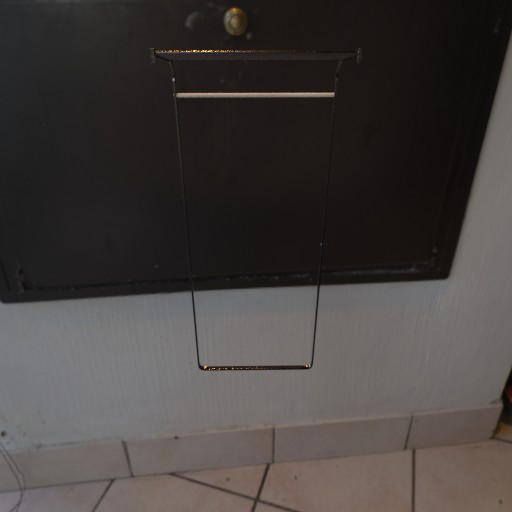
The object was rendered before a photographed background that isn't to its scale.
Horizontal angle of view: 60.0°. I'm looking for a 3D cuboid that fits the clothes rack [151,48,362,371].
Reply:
[{"bbox_3d":[0.000,0.000,1.810,0.609,1.574,0.349,0,30,-1],"label":"clothes rack"}]
